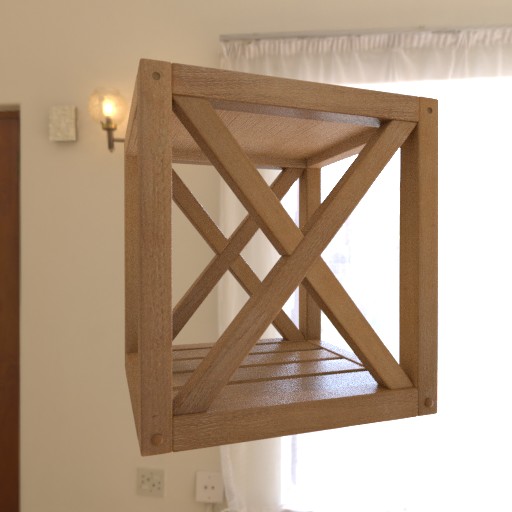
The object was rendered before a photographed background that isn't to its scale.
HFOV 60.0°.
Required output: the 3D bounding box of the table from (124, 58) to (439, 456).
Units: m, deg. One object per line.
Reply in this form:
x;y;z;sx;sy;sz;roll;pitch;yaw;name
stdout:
0.000;0.000;1.021;0.559;0.610;0.558;0;1;-19;table
